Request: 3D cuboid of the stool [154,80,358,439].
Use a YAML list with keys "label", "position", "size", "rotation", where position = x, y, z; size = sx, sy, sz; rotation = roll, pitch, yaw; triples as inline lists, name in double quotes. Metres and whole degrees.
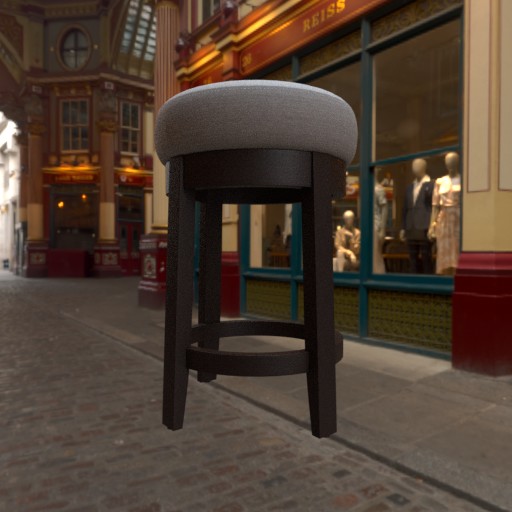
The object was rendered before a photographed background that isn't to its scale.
- label: "stool"
  position: [0.000, 0.000, 0.997]
  size: [0.443, 0.672, 0.443]
  rotation: [0, 1, 0]
